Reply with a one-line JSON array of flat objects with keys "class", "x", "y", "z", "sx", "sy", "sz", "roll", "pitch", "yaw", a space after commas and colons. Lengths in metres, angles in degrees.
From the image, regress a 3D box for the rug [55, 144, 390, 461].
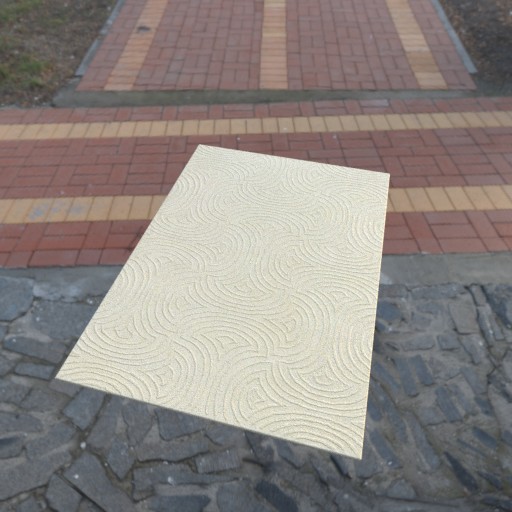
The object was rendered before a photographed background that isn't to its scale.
[{"class": "rug", "x": 0.000, "y": 0.000, "z": 2.784, "sx": 1.526, "sy": 0.015, "sz": 2.132, "roll": 11, "pitch": 49, "yaw": 10}]
